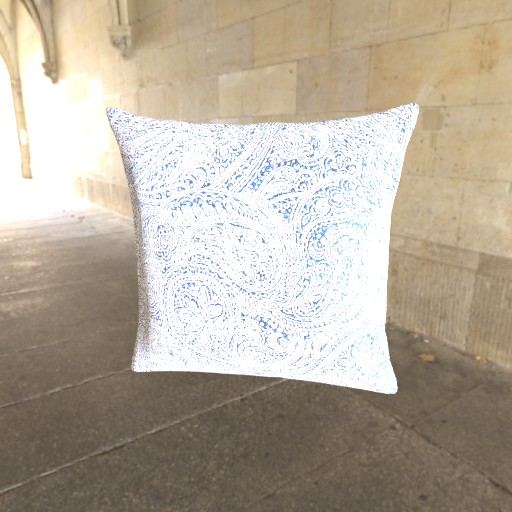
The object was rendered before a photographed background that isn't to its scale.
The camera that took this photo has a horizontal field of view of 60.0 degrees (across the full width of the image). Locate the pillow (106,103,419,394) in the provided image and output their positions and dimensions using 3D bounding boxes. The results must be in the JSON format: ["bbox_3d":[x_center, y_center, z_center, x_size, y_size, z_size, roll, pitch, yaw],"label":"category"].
[{"bbox_3d":[0.000,0.000,0.790,0.523,0.510,0.166,3,15,10],"label":"pillow"}]
